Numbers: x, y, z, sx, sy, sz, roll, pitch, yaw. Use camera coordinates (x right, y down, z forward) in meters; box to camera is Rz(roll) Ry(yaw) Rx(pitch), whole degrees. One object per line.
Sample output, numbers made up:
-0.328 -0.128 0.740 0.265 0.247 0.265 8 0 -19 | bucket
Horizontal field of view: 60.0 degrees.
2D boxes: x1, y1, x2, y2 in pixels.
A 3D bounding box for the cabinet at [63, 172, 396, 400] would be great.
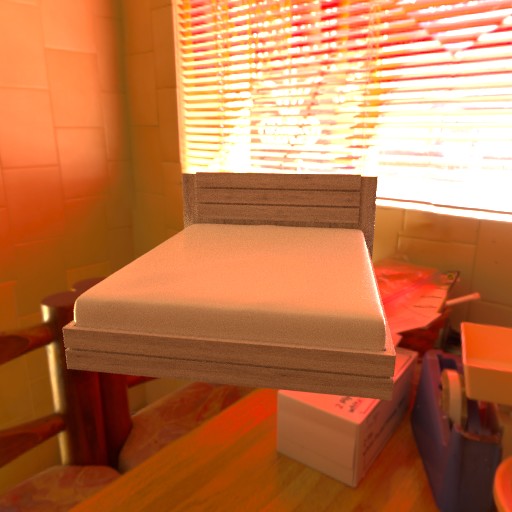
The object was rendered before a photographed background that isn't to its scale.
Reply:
0.000 0.000 3.090 1.750 0.970 2.080 3 16 10 | cabinet
